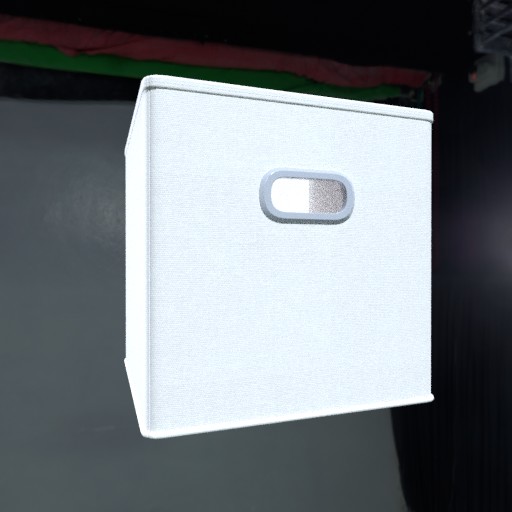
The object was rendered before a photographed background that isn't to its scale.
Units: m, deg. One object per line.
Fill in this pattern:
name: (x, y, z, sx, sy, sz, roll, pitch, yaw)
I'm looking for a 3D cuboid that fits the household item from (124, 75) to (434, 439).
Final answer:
household item: (0.000, 0.000, 0.558, 0.305, 0.305, 0.305, 0, 0, -19)
